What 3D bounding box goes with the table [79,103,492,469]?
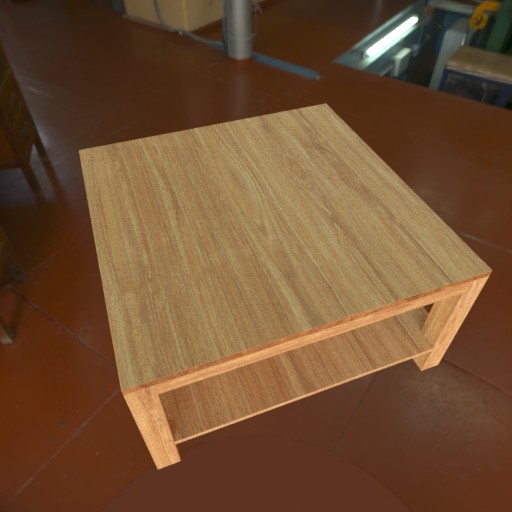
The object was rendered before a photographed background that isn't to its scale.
[{"bbox_3d":[0.000,0.000,1.429,0.900,0.450,0.900,-15,48,-14],"label":"table"}]
